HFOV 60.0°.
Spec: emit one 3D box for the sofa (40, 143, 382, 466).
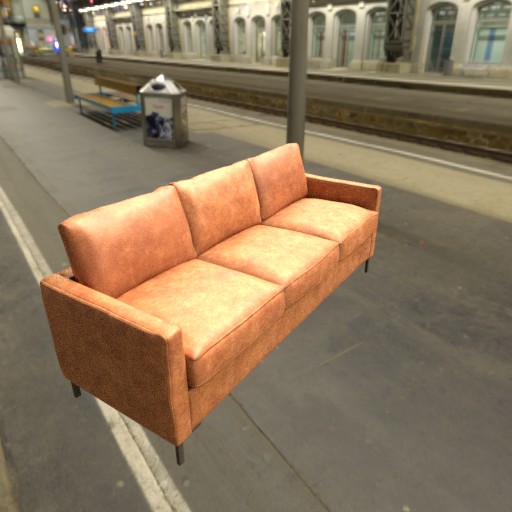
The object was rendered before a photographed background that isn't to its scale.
[{"bbox_3d":[0.000,0.000,2.394,0.748,0.863,2.029,16,30,30],"label":"sofa"}]
